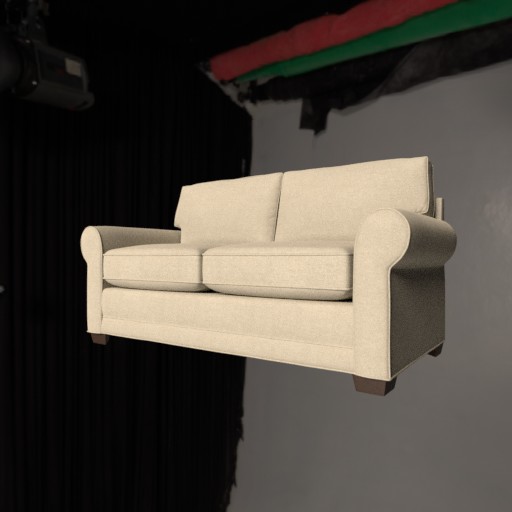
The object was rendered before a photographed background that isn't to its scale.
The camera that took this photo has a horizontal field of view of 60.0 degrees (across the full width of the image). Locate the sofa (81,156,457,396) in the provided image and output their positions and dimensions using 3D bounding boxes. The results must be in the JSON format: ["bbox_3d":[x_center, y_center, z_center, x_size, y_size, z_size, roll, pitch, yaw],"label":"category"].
[{"bbox_3d":[0.000,0.000,2.246,1.774,0.933,0.861,0,0,35],"label":"sofa"}]
